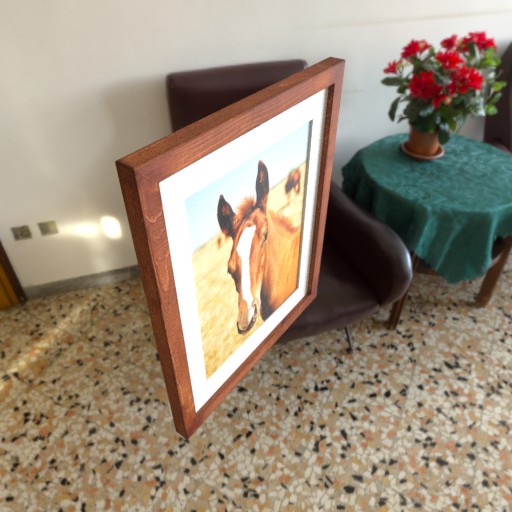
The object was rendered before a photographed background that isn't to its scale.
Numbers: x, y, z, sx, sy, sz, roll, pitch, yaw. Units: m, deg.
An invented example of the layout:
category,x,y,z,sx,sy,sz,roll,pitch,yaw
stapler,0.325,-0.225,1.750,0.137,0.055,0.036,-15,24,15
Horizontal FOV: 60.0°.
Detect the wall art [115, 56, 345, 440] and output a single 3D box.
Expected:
category,x,y,z,sx,sy,sz,roll,pitch,yaw
wall art,0.000,0.000,0.782,0.030,0.558,0.462,26,46,27
